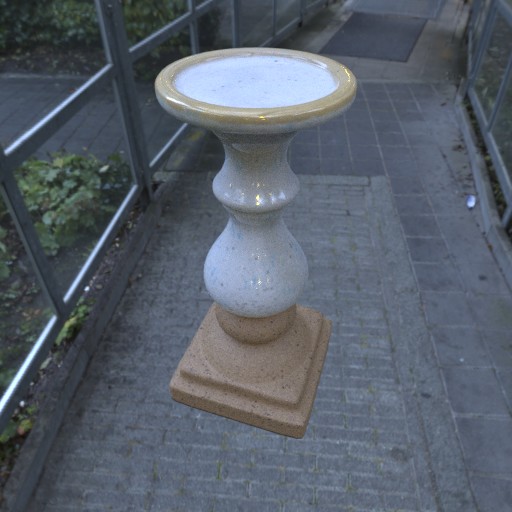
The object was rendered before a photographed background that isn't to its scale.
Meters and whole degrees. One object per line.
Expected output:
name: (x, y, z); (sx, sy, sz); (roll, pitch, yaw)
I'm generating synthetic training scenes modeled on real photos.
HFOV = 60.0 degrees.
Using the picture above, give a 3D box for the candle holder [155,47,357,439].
candle holder: (0.000, 0.000, 0.300); (0.110, 0.239, 0.110); (12, 41, 14)
